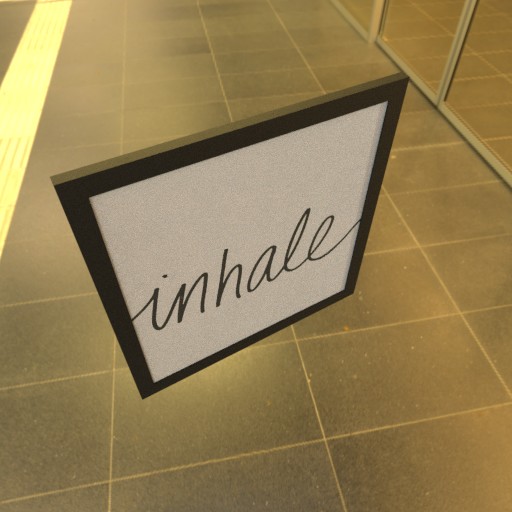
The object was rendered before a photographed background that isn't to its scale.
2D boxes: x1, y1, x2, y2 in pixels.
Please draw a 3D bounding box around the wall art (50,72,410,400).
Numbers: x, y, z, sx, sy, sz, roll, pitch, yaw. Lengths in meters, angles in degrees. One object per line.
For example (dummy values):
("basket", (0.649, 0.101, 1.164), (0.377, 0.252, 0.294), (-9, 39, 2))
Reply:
("wall art", (0.000, 0.000, 0.524), (0.356, 0.356, 0.013), (-23, 51, -20))
